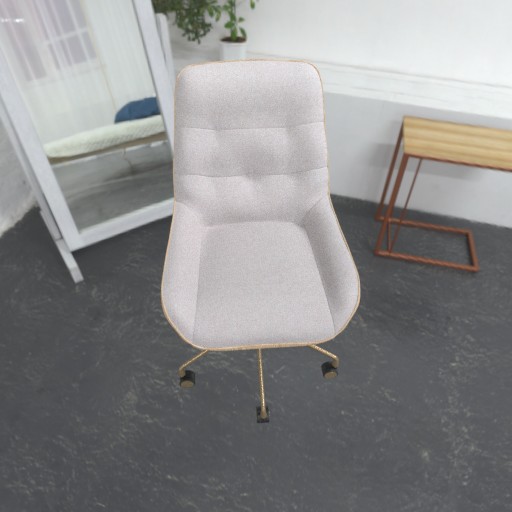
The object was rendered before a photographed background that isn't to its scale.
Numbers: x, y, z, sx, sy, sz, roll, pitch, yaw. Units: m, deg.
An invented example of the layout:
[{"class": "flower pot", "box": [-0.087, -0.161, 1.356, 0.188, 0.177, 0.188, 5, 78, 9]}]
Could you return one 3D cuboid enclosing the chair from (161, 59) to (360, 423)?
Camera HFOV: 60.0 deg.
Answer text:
[{"class": "chair", "box": [0.000, 0.000, 1.369, 0.564, 0.952, 0.668, -3, 46, -3]}]
